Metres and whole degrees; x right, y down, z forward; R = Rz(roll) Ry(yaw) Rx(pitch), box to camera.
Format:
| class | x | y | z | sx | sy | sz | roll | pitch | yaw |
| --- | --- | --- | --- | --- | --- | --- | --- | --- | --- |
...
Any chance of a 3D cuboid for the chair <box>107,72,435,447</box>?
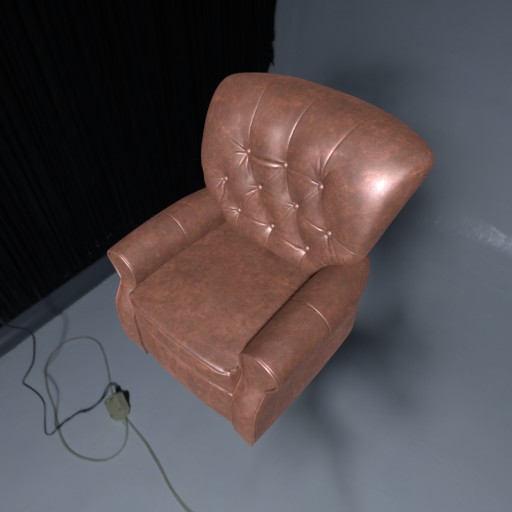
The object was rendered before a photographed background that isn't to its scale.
| class | x | y | z | sx | sy | sz | roll | pitch | yaw |
| --- | --- | --- | --- | --- | --- | --- | --- | --- | --- |
| chair | 0.000 | 0.000 | 1.895 | 0.979 | 1.162 | 1.031 | 32 | 53 | 27 |
